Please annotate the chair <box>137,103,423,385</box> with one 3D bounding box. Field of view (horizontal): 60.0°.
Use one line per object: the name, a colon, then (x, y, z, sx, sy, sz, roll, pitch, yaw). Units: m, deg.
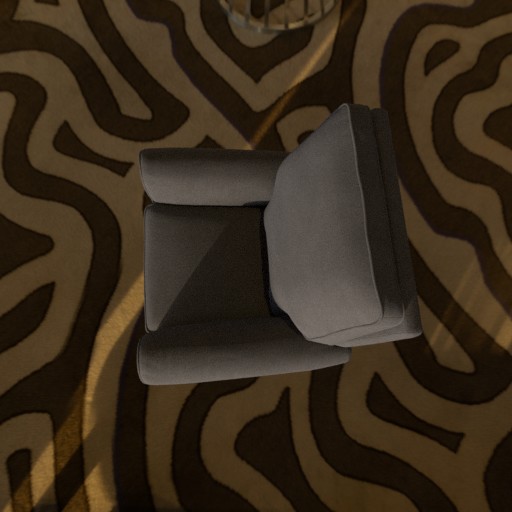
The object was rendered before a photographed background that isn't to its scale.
chair: (0.000, 0.000, 1.669, 0.878, 0.961, 0.890, -4, 75, -1)
